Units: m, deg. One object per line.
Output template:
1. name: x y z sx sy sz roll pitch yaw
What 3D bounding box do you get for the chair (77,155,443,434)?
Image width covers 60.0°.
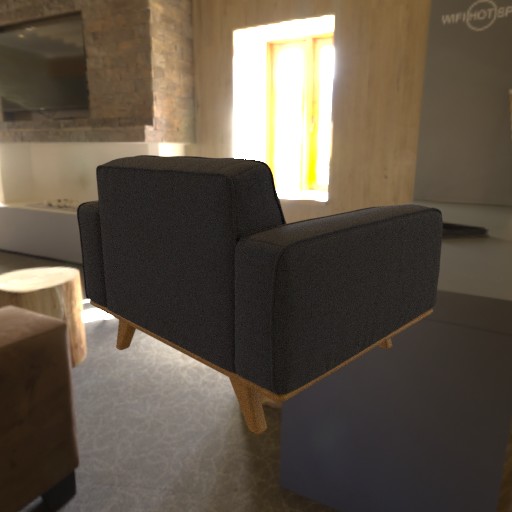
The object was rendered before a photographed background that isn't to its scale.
1. chair: 0.000 0.000 1.754 1.118 0.783 0.953 13 19 42
